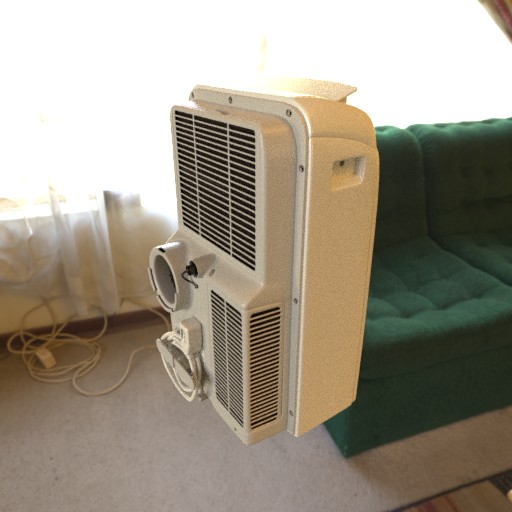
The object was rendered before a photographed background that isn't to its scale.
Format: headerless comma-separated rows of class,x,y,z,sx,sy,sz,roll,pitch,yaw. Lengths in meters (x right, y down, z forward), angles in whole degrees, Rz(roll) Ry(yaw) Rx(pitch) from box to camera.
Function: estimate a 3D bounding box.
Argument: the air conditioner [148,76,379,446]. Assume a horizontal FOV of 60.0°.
air conditioner,0.000,0.000,1.069,0.414,0.786,0.449,-17,31,-32
